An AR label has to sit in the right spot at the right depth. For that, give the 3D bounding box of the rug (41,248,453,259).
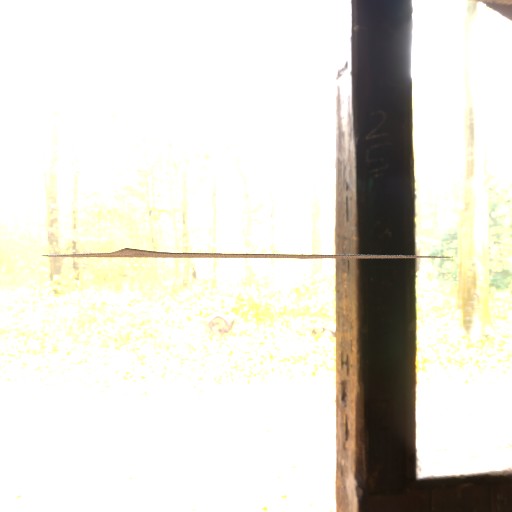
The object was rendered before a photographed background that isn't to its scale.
[{"bbox_3d":[0.000,0.000,2.448,1.947,0.023,1.214,1,-1,-37],"label":"rug"}]
